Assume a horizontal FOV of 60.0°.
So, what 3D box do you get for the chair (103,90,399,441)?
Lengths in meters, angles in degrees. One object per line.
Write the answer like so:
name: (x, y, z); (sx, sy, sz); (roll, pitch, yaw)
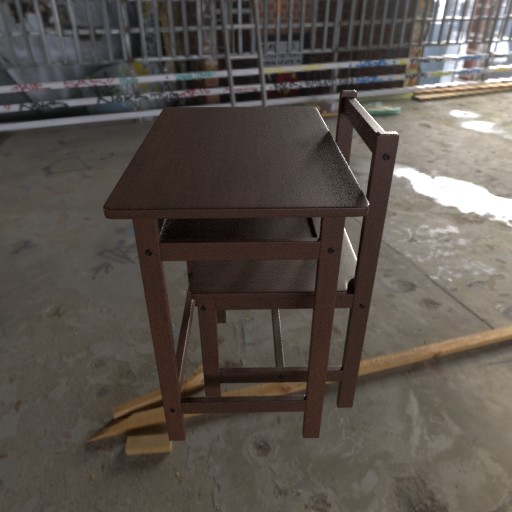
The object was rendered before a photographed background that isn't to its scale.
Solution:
chair: (0.000, 0.000, 1.039); (0.463, 0.673, 0.599); (-1, 32, -1)
